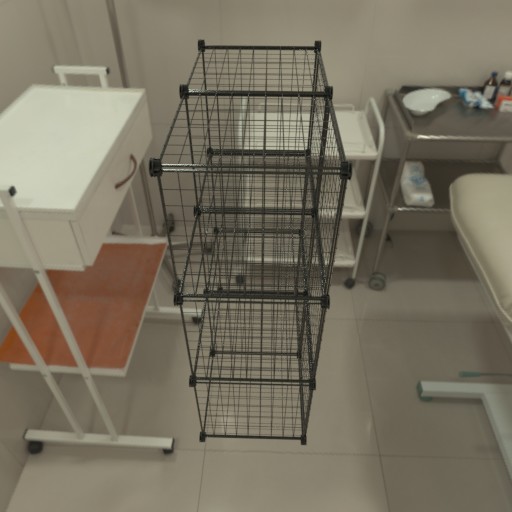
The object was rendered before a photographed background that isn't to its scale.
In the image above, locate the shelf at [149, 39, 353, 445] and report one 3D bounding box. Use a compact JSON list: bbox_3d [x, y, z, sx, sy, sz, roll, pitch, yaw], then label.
[{"bbox_3d":[0.000,0.000,1.386,0.356,1.067,0.711,1,42,1],"label":"shelf"}]
